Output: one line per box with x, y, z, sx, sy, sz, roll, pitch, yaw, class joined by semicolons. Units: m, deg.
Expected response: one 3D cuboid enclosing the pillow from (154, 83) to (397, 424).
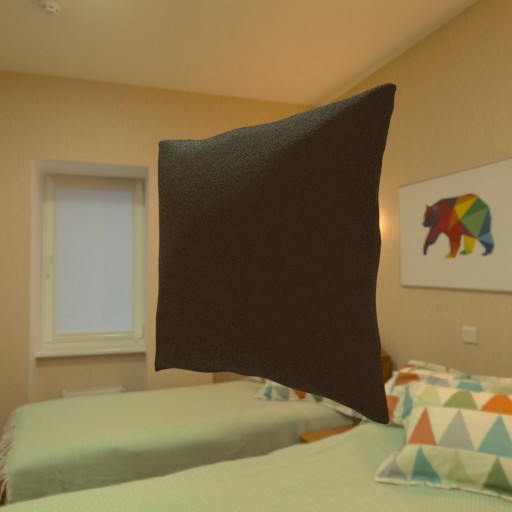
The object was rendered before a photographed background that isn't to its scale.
0.000;0.000;0.701;0.452;0.439;0.204;-1;-2;36;pillow
